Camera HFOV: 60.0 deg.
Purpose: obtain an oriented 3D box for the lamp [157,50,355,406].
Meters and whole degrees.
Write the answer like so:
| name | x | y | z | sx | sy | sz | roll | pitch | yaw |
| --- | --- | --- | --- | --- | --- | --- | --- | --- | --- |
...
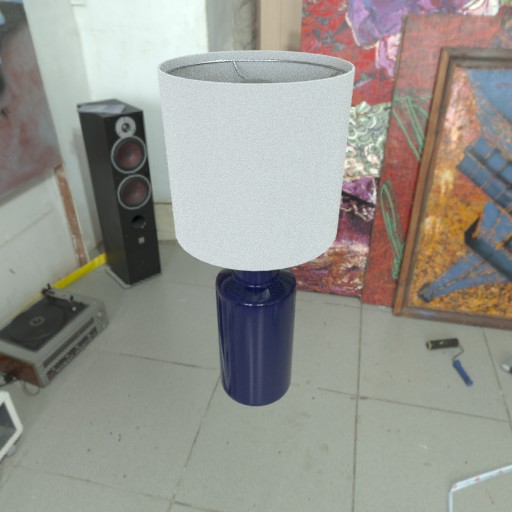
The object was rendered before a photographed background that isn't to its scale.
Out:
| name | x | y | z | sx | sy | sz | roll | pitch | yaw |
| --- | --- | --- | --- | --- | --- | --- | --- | --- | --- |
| lamp | 0.000 | 0.000 | 0.613 | 0.212 | 0.493 | 0.212 | -9 | 33 | -14 |
